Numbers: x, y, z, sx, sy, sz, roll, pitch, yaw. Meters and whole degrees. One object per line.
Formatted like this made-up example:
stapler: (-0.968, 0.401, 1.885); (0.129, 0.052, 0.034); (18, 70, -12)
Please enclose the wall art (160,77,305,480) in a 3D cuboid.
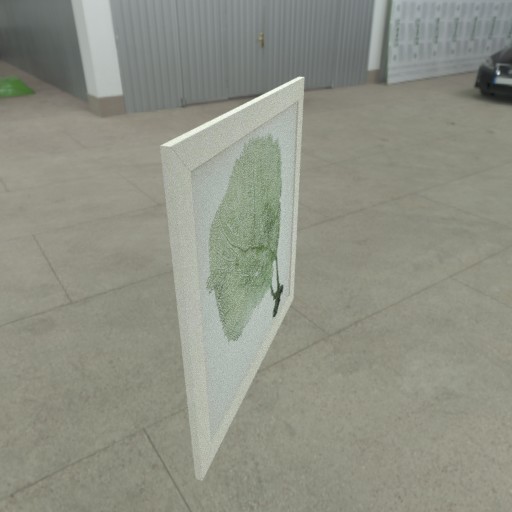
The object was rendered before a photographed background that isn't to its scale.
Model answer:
wall art: (0.000, 0.000, 0.870); (0.013, 0.584, 0.584); (10, 31, 17)
